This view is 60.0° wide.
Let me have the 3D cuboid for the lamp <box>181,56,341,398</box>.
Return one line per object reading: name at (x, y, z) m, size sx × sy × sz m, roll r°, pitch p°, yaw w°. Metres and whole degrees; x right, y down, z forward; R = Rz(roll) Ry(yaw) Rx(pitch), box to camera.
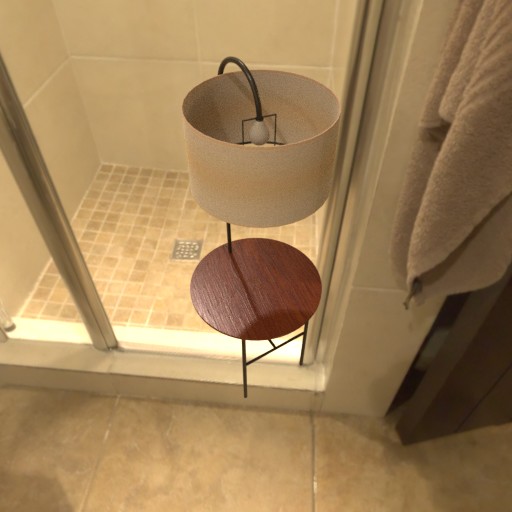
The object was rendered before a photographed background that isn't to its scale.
lamp at (0.000, 0.000, 1.811) m, size 0.573 × 1.517 × 0.573 m, roll 0°, pitch 46°, yaw 0°
